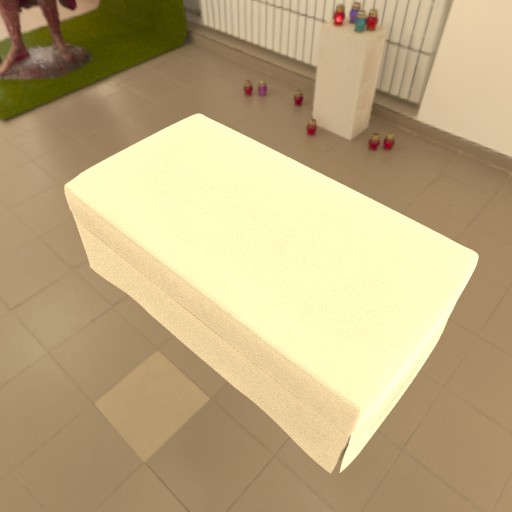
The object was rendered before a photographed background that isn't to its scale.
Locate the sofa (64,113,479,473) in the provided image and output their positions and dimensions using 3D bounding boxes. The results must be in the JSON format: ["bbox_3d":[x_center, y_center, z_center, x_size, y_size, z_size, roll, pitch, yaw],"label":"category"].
[{"bbox_3d":[0.000,0.000,2.072,1.677,0.552,0.939,33,56,27],"label":"sofa"}]
